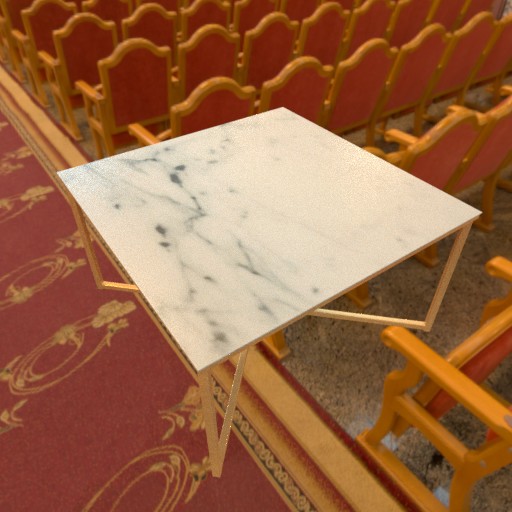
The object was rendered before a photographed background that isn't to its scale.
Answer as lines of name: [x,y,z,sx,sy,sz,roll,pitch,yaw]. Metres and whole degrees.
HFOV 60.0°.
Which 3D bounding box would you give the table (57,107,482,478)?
table: [0.000,0.000,1.310,0.800,0.450,0.800,-25,46,-26]
